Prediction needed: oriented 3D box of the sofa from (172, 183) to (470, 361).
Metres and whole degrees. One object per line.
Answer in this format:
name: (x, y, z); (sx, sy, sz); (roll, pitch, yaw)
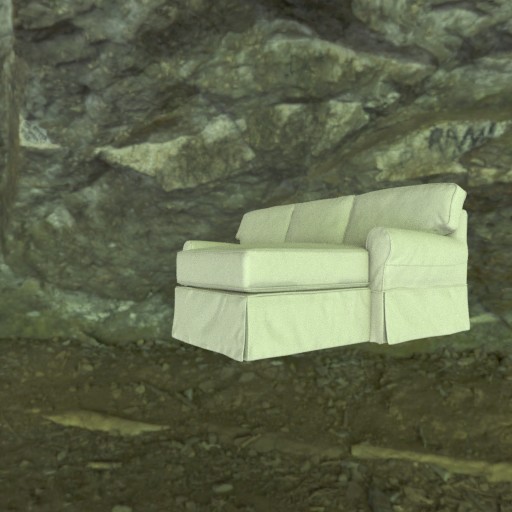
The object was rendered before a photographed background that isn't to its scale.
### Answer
sofa: (0.000, 0.000, 3.359); (1.733, 0.978, 2.475); (0, 0, -36)
